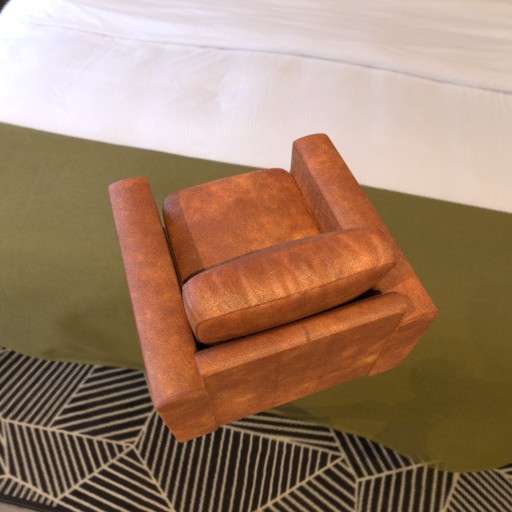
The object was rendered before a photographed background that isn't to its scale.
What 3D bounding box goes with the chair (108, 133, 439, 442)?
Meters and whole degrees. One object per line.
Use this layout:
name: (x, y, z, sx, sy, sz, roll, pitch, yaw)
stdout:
chair: (0.000, 0.000, 1.798, 1.005, 0.873, 1.016, -16, 58, -10)
